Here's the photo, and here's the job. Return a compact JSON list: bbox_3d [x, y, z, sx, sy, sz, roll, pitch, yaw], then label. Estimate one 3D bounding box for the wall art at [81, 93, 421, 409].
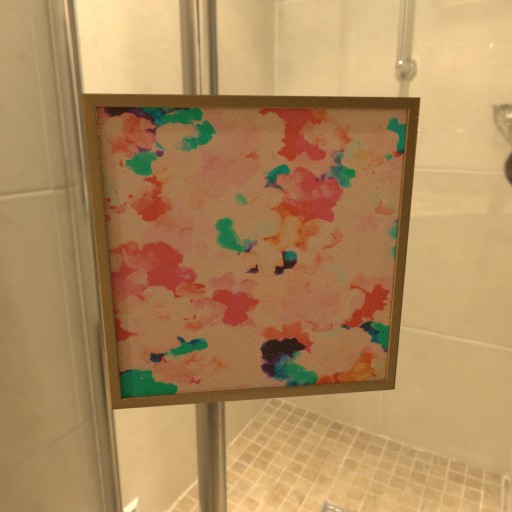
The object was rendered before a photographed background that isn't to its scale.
[{"bbox_3d":[0.000,0.000,0.451,0.304,0.305,0.038,-2,15,-7],"label":"wall art"}]
